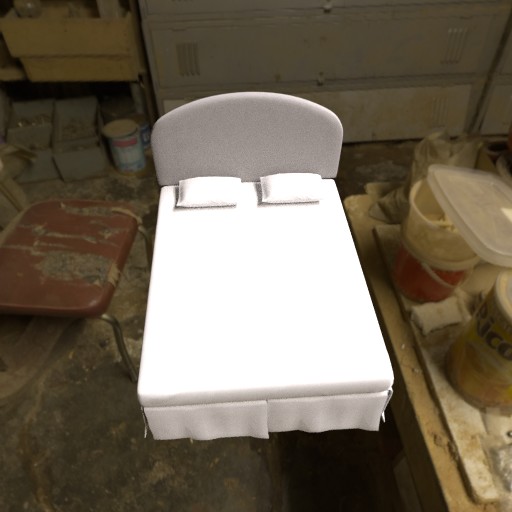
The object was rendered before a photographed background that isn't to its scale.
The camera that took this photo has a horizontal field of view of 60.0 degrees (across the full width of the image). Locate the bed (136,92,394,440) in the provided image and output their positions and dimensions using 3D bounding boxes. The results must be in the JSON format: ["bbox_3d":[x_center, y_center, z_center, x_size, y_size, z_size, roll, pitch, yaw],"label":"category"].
[{"bbox_3d":[0.000,0.000,3.092,1.607,1.410,2.005,-3,47,-3],"label":"bed"}]
